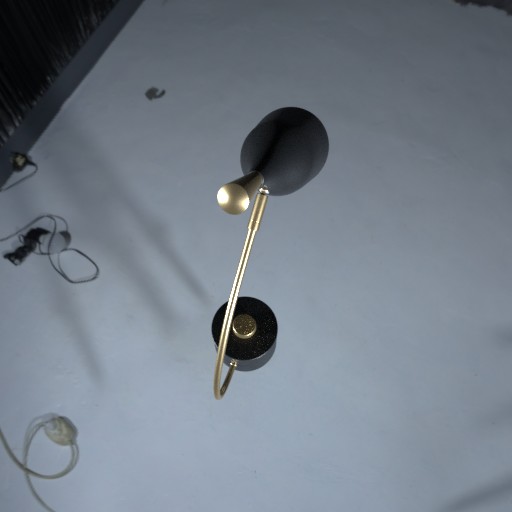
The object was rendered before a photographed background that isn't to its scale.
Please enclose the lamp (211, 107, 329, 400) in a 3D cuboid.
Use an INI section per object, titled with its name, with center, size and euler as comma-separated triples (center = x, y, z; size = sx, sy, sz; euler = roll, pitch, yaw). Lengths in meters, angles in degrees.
[lamp]
center = 0.000, 0.000, 0.604
size = 0.110, 0.464, 0.352
euler = 18, 65, 9
